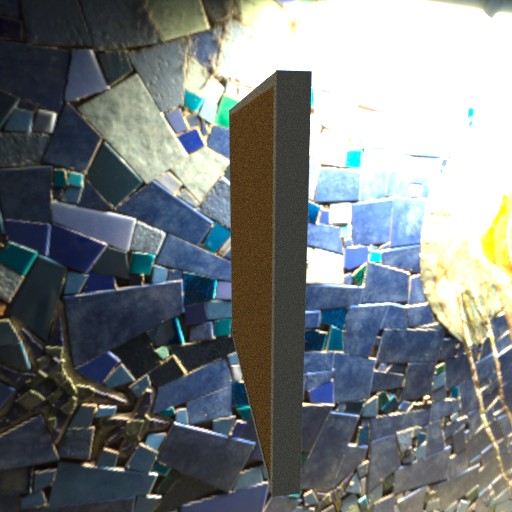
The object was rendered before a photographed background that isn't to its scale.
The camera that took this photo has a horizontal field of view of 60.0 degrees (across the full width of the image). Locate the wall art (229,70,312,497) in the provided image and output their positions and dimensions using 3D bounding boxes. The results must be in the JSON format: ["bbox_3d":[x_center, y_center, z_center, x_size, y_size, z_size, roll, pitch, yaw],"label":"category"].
[{"bbox_3d":[0.000,0.000,0.750,0.037,0.508,0.508,-2,14,-9],"label":"wall art"}]
